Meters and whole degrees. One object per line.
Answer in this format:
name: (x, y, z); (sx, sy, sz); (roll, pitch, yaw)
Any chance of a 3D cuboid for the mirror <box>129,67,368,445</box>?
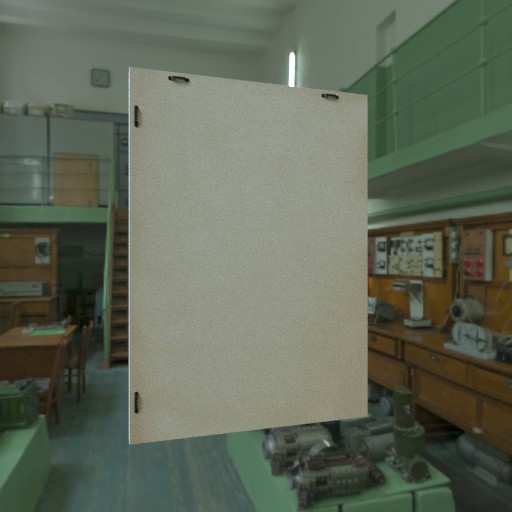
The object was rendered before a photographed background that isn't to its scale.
mirror: (0.000, 0.000, 0.921); (0.507, 0.710, 0.040); (0, 0, -17)
